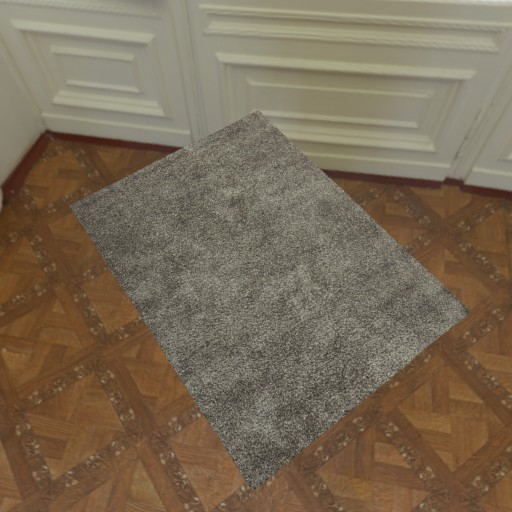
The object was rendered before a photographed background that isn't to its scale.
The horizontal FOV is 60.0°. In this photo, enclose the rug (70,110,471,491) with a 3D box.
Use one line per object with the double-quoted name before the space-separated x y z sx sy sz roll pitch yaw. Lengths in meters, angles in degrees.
"rug" 0.000 0.000 2.122 1.198 0.025 1.601 -32 64 -18
